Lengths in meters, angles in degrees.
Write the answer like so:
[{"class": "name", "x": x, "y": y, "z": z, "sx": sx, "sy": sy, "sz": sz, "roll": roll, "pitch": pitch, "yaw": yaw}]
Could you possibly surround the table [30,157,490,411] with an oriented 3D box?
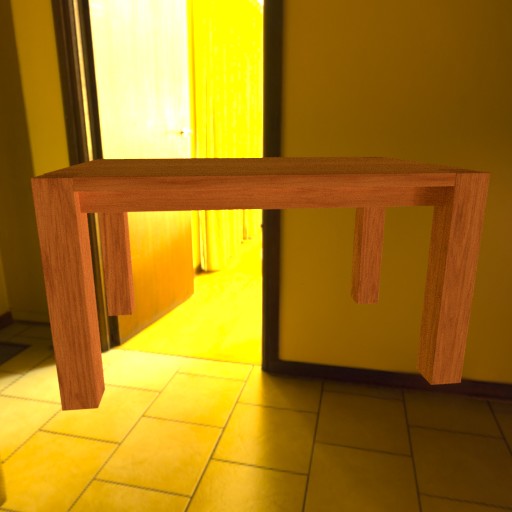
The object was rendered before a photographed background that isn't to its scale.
[{"class": "table", "x": 0.000, "y": 0.000, "z": 1.866, "sx": 1.400, "sy": 0.760, "sz": 0.900, "roll": -2, "pitch": 16, "yaw": -7}]
